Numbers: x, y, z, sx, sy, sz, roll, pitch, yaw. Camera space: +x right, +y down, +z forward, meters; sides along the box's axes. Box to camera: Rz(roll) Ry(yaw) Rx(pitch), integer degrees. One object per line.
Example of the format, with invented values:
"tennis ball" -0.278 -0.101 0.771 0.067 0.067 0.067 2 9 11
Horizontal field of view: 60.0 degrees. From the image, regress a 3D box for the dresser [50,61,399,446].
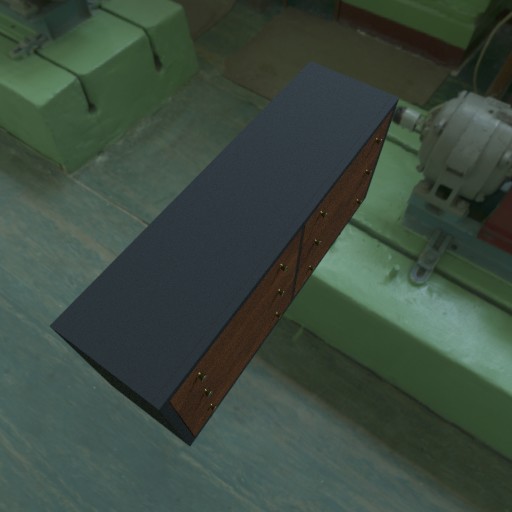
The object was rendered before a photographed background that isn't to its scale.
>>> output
"dresser" 0.000 0.000 1.990 0.463 0.872 1.558 30 63 17
